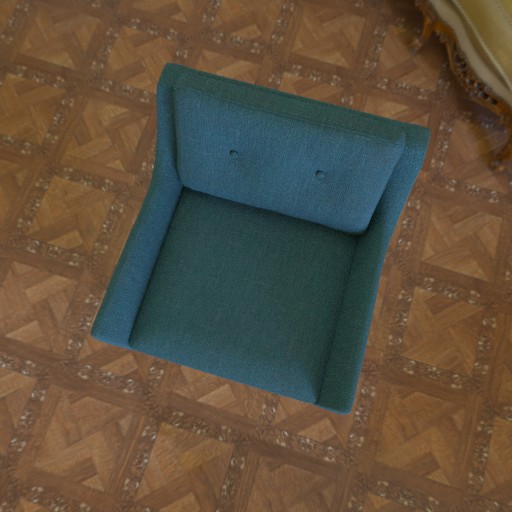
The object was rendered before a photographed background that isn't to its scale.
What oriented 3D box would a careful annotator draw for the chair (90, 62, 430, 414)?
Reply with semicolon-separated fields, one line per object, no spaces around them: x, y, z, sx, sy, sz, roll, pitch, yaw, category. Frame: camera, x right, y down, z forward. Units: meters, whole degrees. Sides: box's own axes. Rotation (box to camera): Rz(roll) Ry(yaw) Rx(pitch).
0.000;0.000;1.530;0.847;0.828;0.849;16;76;4;chair
